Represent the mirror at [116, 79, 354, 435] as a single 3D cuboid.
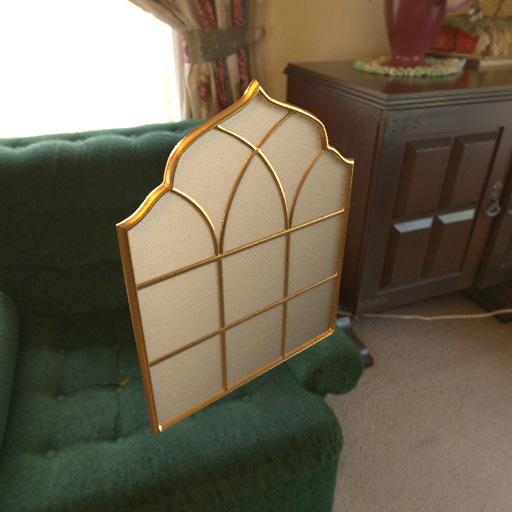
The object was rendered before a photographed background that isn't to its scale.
[{"bbox_3d":[0.000,0.000,0.851,0.513,0.635,0.018,-21,36,-32],"label":"mirror"}]
